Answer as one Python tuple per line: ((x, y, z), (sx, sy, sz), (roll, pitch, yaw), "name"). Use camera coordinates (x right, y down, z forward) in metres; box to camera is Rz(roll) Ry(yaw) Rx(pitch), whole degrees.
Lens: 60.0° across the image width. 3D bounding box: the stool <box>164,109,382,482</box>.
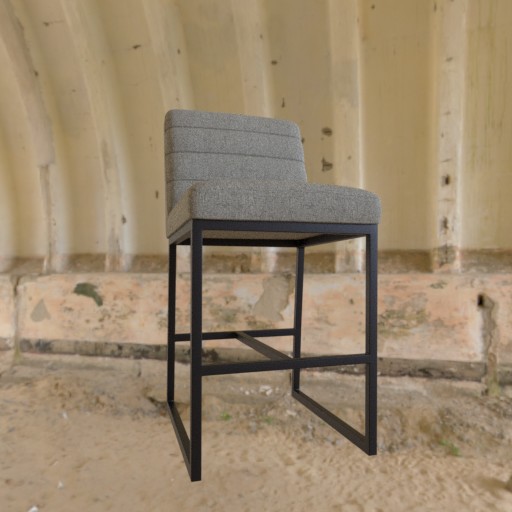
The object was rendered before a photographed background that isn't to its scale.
((0.000, 0.000, 1.226), (0.460, 0.940, 0.560), (0, -1, -17), "stool")
